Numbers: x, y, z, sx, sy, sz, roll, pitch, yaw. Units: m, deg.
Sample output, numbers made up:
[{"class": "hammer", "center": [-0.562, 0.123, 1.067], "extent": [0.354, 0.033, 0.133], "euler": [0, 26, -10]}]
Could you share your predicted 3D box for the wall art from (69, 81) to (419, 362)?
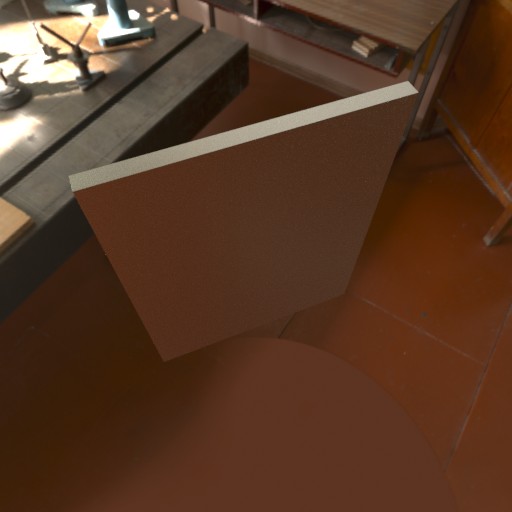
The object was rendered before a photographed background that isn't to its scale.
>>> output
[{"class": "wall art", "center": [0.000, 0.000, 0.777], "extent": [0.444, 0.569, 0.025], "euler": [-19, 60, -11]}]
